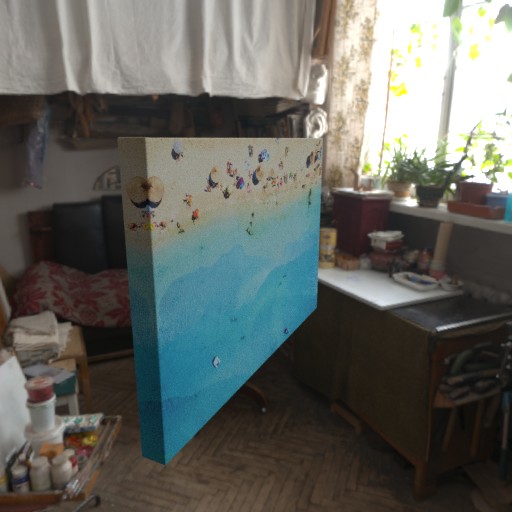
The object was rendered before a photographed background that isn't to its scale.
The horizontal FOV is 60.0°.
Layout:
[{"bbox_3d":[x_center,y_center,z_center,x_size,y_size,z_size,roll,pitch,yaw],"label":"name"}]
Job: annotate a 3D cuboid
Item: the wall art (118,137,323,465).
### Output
[{"bbox_3d":[0.000,0.000,0.787,0.039,0.406,0.609,7,16,25],"label":"wall art"}]
